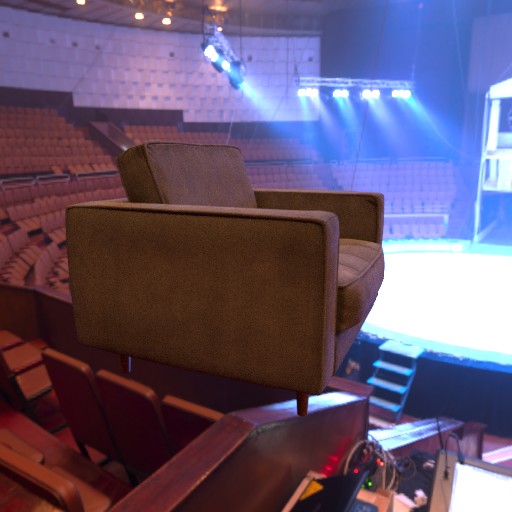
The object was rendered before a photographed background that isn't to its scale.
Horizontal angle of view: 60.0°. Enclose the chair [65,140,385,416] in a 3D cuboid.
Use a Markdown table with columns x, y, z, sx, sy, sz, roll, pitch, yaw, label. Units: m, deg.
| x | y | z | sx | sy | sz | roll | pitch | yaw | label |
| --- | --- | --- | --- | --- | --- | --- | --- | --- | --- |
| 0.000 | 0.000 | 1.551 | 0.843 | 0.773 | 0.928 | 5 | 13 | 23 | chair |
